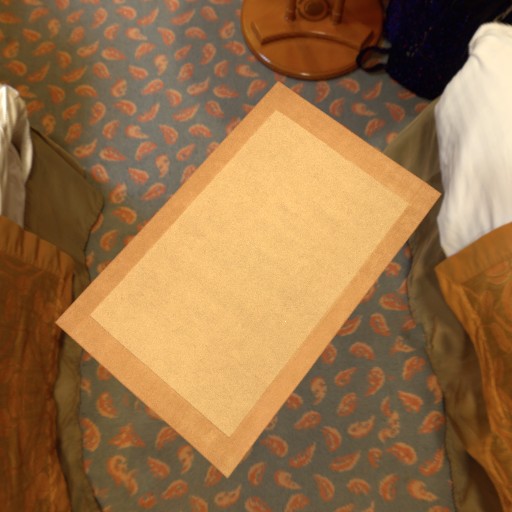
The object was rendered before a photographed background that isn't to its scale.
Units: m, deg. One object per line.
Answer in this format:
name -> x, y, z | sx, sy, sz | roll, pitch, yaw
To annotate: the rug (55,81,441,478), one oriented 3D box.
rug -> 0.000, 0.000, 3.116 | 1.524, 0.014, 2.438 | 38, 78, 9
